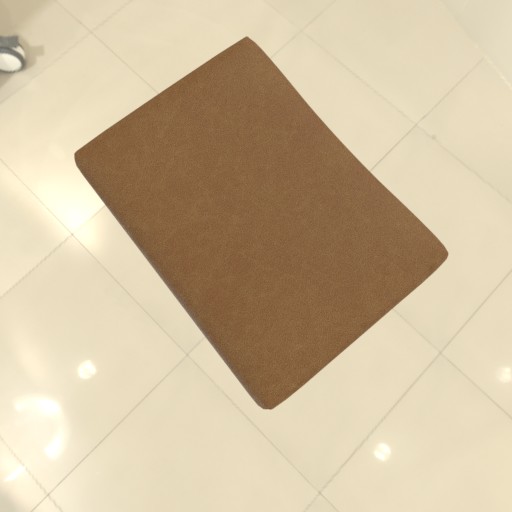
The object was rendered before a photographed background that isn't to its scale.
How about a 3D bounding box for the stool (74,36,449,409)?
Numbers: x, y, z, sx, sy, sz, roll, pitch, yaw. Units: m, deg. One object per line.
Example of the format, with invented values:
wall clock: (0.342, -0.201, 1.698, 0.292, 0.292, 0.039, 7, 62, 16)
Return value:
stool: (0.000, 0.000, 0.944, 0.361, 0.660, 0.500, -38, 79, -9)
